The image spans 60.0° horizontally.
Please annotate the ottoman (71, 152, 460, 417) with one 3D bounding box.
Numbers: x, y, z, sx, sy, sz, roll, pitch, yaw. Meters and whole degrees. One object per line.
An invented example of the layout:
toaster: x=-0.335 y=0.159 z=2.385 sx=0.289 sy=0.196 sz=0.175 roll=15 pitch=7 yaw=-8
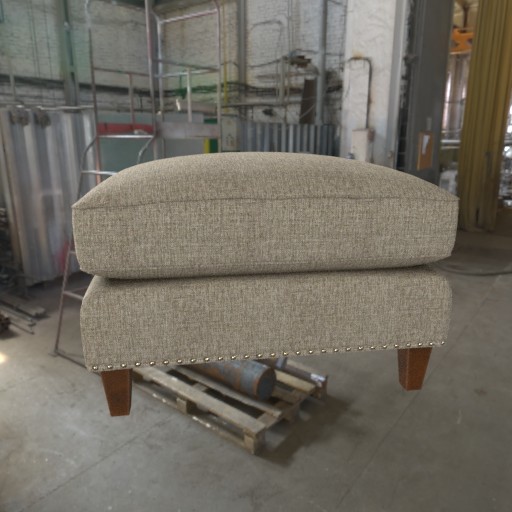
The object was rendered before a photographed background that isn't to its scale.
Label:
ottoman: x=0.000 y=0.000 z=1.123 sx=0.741 sy=0.513 sz=0.584 roll=-2 pitch=15 yaw=-8
